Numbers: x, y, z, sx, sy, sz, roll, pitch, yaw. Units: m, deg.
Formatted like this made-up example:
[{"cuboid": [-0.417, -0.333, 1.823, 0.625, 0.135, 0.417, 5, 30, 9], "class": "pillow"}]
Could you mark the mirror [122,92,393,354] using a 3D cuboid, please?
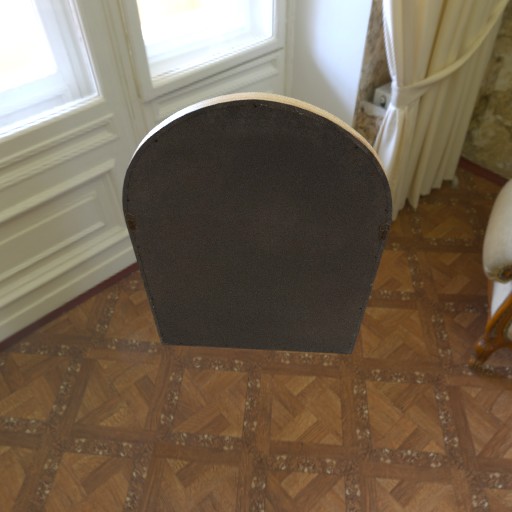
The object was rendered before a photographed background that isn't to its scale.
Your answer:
[{"cuboid": [0.000, 0.000, 1.205, 0.660, 0.920, 0.032, 2, 47, 2], "class": "mirror"}]
